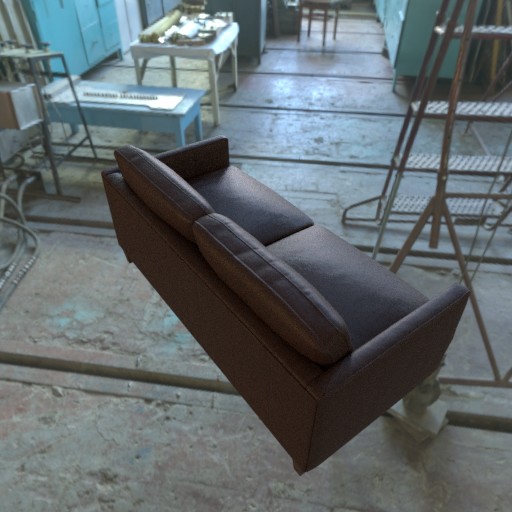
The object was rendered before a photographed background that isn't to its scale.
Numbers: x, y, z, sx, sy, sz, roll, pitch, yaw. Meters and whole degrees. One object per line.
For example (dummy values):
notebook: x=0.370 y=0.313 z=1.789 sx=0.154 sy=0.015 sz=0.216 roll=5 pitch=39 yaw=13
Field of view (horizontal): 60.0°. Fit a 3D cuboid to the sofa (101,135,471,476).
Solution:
sofa: x=0.000 y=0.000 z=2.442 sx=0.923 sy=0.863 sz=1.971 roll=-25 pitch=46 yaw=-27
